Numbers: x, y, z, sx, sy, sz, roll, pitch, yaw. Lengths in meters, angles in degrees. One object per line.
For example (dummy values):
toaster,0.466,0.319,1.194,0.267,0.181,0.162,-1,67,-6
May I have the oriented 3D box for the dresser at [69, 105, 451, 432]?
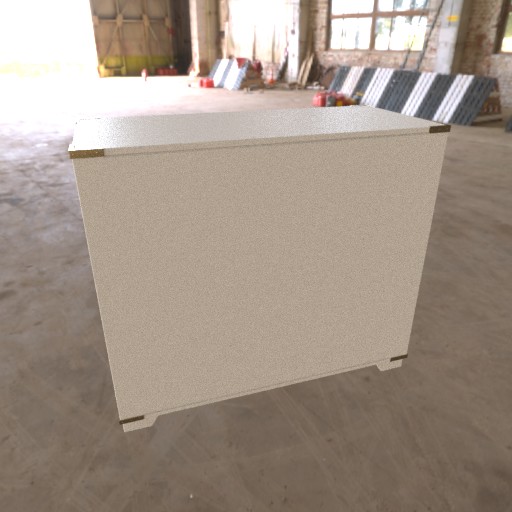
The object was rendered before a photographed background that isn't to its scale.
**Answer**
dresser,0.000,0.000,1.516,1.022,0.891,0.460,-8,27,-16
